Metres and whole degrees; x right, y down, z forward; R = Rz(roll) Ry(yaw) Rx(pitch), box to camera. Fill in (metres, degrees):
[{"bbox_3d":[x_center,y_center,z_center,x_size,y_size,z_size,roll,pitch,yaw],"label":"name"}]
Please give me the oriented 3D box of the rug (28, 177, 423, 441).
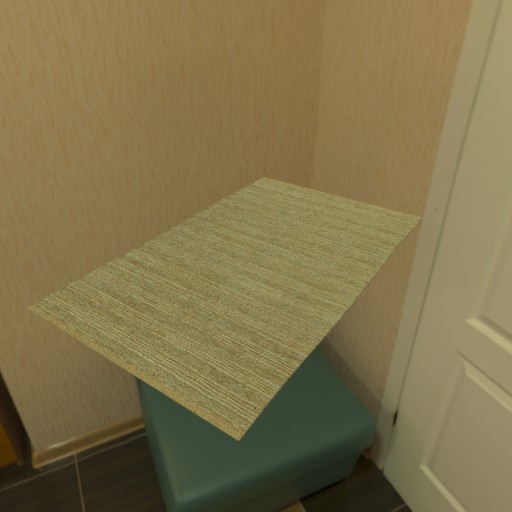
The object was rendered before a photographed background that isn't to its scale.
[{"bbox_3d":[0.000,0.000,3.048,1.540,0.012,2.448,20,37,29],"label":"rug"}]
